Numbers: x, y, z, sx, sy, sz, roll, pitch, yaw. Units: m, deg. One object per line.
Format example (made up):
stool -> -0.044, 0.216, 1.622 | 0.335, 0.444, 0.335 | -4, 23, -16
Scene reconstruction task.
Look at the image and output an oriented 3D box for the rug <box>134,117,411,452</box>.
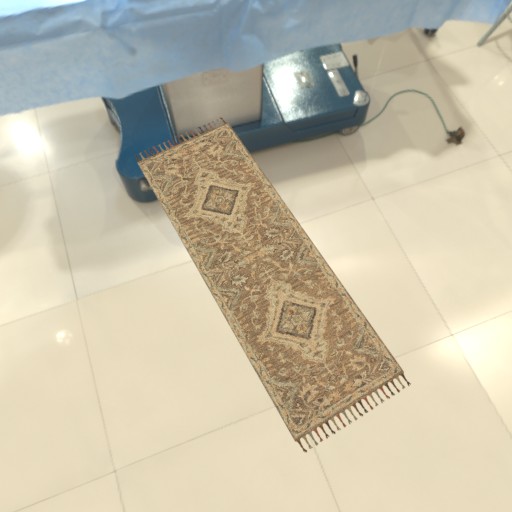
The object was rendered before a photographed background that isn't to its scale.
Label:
rug -> 0.000, 0.000, 2.856 | 1.324, 0.018, 2.378 | -13, 66, -6
